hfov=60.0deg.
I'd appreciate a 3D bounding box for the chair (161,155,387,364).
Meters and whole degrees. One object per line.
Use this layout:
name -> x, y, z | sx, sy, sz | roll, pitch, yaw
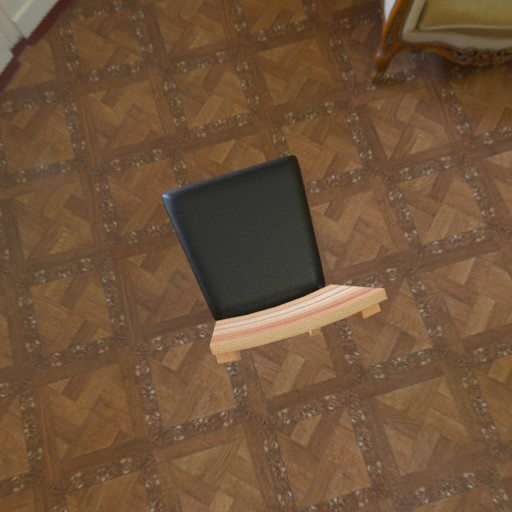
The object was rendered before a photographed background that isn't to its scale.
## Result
chair -> 0.000, 0.000, 1.220 | 0.410, 0.940, 0.520 | -17, 77, -4
